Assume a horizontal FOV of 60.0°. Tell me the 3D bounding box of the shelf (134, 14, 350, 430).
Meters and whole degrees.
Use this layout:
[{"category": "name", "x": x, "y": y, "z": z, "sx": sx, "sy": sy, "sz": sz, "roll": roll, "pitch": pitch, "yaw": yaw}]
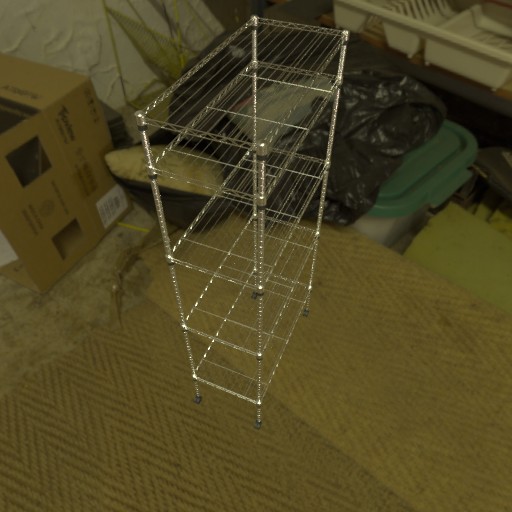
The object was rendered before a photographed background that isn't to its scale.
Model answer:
[{"category": "shelf", "x": 0.000, "y": 0.000, "z": 1.847, "sx": 0.356, "sy": 1.587, "sz": 0.762, "roll": 17, "pitch": 49, "yaw": 16}]
